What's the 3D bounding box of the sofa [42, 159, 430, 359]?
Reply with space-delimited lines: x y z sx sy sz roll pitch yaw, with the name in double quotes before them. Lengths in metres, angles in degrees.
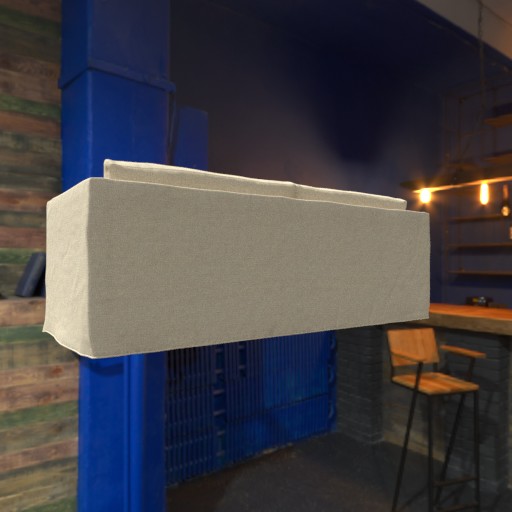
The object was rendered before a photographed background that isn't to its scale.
"sofa" 0.000 0.000 2.780 2.312 0.853 0.962 1 -1 -35
